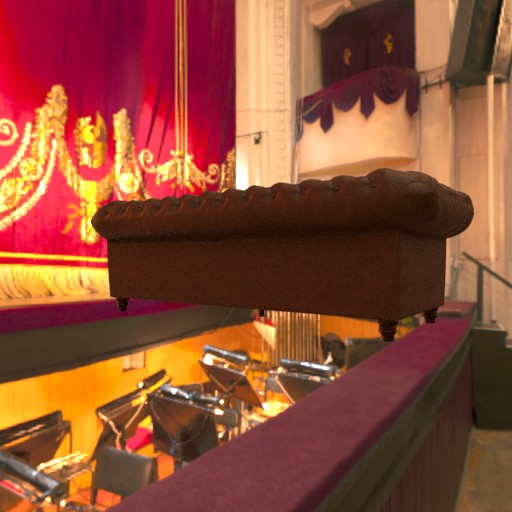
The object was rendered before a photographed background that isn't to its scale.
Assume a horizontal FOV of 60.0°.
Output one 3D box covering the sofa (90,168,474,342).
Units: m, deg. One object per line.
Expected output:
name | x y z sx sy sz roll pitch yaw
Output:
sofa | 0.000 0.000 2.813 2.385 0.783 0.944 0 0 36
